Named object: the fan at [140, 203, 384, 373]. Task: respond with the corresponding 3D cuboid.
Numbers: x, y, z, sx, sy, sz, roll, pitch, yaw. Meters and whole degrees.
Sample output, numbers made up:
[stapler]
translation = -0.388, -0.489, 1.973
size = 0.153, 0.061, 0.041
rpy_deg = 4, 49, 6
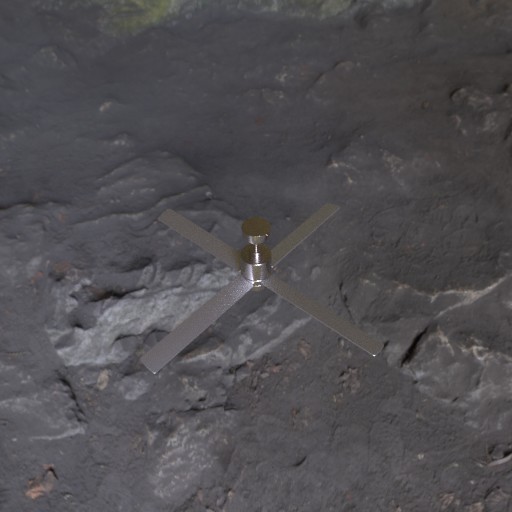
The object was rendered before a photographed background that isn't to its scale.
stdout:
[fan]
translation = 0.000, 0.000, 2.011
size = 1.322, 0.355, 1.322
rpy_deg = 31, 53, 27
